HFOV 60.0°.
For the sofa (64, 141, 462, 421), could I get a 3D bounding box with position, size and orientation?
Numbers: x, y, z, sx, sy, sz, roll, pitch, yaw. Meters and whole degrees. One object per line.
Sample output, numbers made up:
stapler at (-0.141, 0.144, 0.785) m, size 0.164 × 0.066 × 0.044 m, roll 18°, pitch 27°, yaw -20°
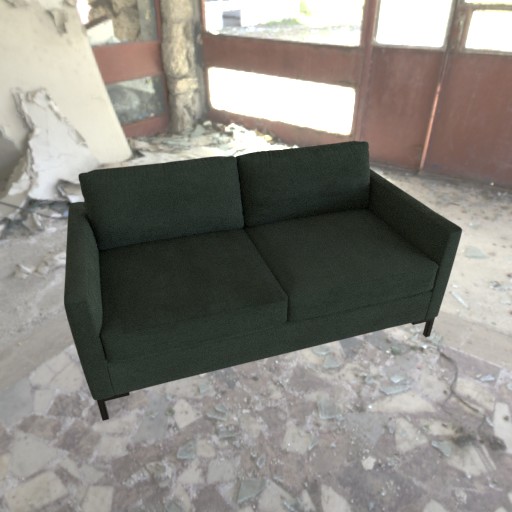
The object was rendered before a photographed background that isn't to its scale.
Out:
sofa at (0.000, 0.000, 2.157) m, size 1.676 × 0.817 × 0.875 m, roll -10°, pitch 33°, yaw -16°
